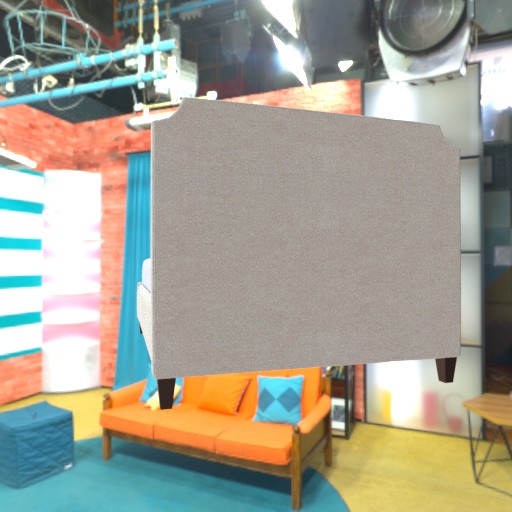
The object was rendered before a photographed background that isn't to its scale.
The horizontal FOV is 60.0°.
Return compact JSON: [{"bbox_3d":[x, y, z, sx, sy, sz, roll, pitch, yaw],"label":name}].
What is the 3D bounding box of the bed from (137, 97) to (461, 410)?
[{"bbox_3d":[0.000,0.000,3.396,1.713,1.457,2.381,0,-1,-17],"label":"bed"}]
